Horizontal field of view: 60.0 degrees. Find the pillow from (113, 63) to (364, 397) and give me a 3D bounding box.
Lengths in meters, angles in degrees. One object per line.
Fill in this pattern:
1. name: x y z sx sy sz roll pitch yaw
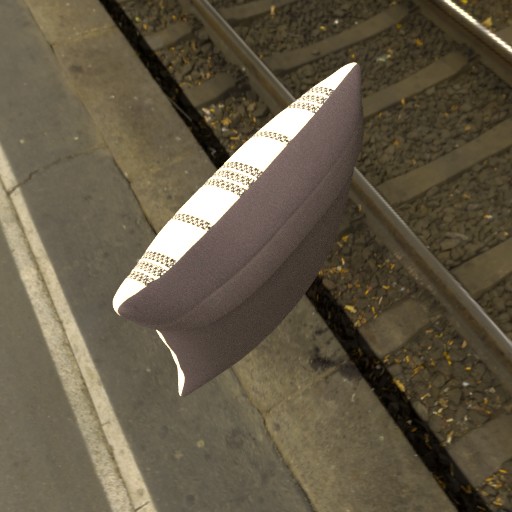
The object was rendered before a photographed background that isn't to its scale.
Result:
1. pillow: 0.000 0.000 0.637 0.173 0.406 0.405 34 67 16
